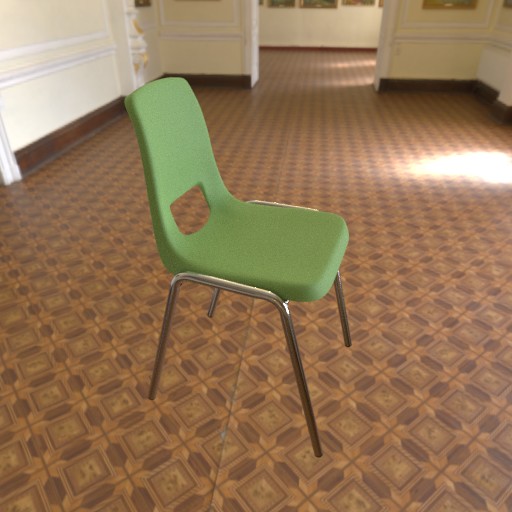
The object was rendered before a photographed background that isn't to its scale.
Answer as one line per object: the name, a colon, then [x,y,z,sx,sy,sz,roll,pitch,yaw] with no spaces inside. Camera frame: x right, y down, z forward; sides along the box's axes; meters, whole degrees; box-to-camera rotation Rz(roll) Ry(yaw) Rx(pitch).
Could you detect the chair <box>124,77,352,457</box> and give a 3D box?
chair: [0.000,0.000,0.974,0.436,0.704,0.381,11,33,17]
